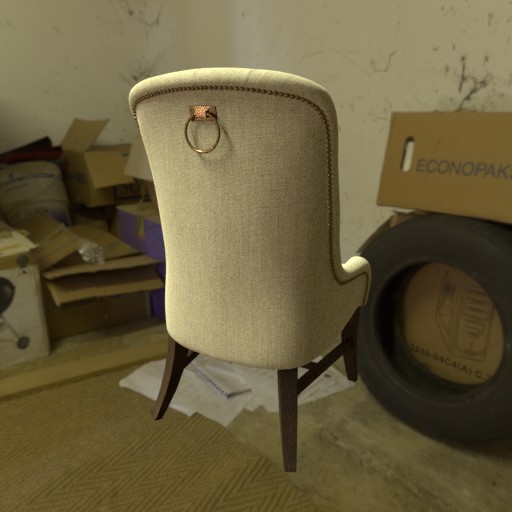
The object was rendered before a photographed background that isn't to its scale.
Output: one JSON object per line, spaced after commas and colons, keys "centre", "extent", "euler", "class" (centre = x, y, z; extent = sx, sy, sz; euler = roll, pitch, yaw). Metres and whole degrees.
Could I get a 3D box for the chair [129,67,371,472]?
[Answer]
{"centre": [0.000, 0.000, 1.461], "extent": [0.634, 1.091, 0.629], "euler": [9, 19, 27], "class": "chair"}
